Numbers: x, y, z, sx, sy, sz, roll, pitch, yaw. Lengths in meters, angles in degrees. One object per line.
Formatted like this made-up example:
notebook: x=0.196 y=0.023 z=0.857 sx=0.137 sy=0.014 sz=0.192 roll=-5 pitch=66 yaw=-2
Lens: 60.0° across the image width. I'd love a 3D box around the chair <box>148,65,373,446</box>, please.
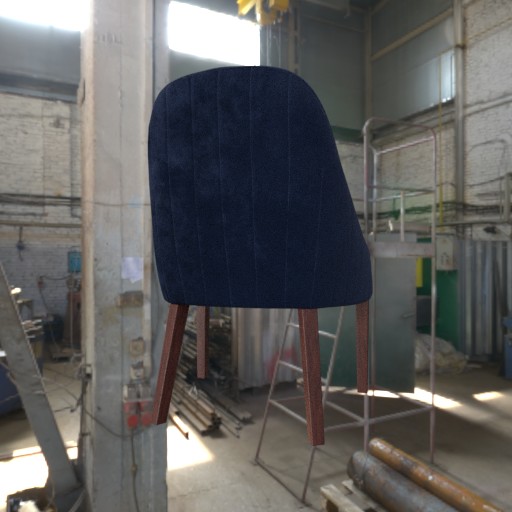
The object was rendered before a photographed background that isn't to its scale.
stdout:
chair: x=0.000 y=0.000 z=1.300 sx=0.643 sy=0.889 sz=0.575 roll=0 pitch=0 yaw=18
